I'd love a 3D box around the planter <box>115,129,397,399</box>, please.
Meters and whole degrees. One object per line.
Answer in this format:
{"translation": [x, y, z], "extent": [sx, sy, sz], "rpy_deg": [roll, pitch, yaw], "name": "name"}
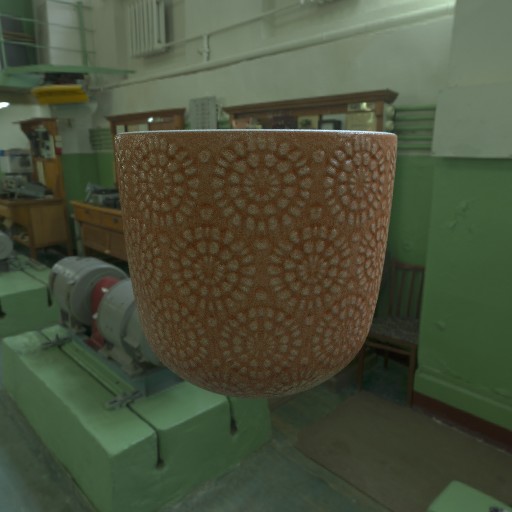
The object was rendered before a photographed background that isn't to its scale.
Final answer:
{"translation": [0.000, 0.000, 0.362], "extent": [0.208, 0.190, 0.208], "rpy_deg": [0, 13, 0], "name": "planter"}
